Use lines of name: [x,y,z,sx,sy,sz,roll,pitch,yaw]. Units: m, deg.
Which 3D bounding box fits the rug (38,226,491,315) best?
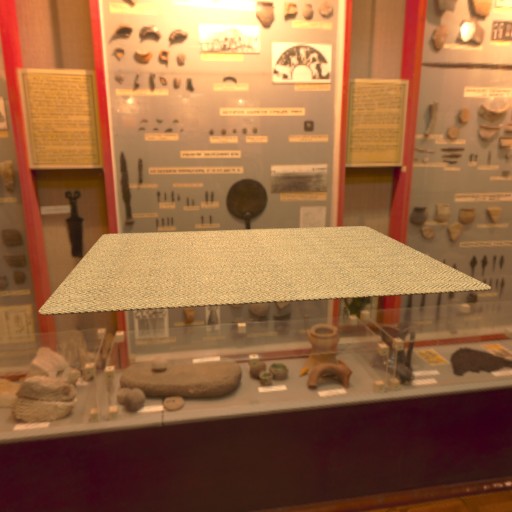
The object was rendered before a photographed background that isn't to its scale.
rug: [0.000,0.000,4.208,3.207,0.014,2.439,-2,15,-9]
